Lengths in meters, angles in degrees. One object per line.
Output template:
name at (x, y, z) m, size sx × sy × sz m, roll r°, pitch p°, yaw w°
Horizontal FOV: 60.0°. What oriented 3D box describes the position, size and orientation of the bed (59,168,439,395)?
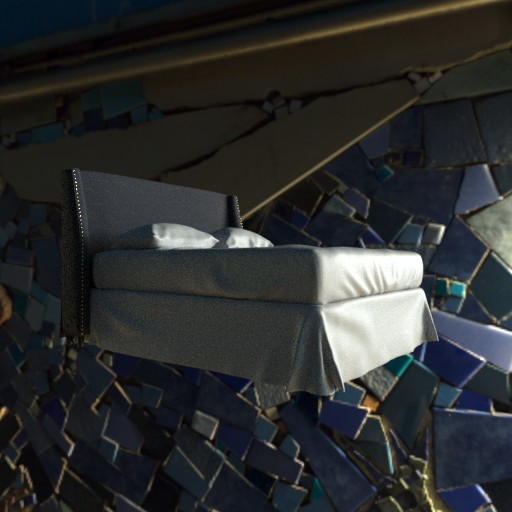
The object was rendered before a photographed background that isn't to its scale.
bed at (0.000, 0.000, 3.391) m, size 2.276 × 1.332 × 1.925 m, roll 0°, pitch 0°, yaw 38°
